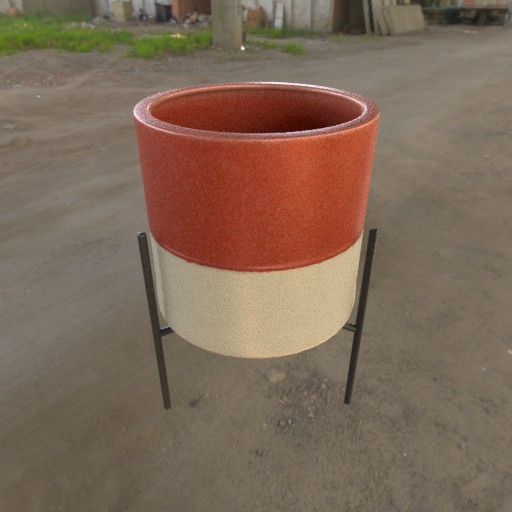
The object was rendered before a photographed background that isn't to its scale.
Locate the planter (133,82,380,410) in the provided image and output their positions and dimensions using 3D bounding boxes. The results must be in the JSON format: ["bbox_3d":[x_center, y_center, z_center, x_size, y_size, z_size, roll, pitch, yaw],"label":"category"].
[{"bbox_3d":[0.000,0.000,0.526,0.235,0.354,0.251,-1,31,-2],"label":"planter"}]
